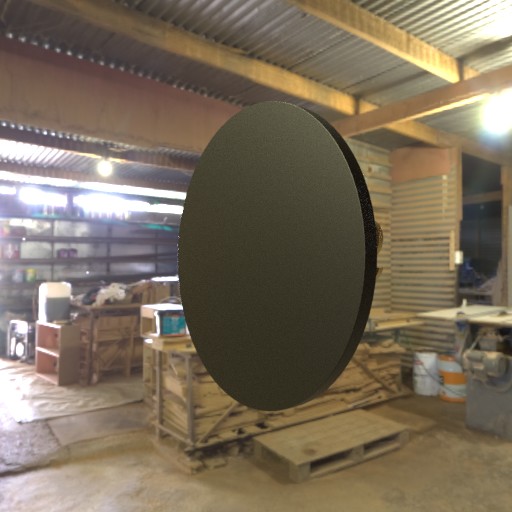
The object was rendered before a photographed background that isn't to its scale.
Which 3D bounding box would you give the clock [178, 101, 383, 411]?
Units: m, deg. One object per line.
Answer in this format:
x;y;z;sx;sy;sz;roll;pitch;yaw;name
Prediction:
0.000;0.000;0.684;0.038;0.454;0.454;1;-2;-37;clock
